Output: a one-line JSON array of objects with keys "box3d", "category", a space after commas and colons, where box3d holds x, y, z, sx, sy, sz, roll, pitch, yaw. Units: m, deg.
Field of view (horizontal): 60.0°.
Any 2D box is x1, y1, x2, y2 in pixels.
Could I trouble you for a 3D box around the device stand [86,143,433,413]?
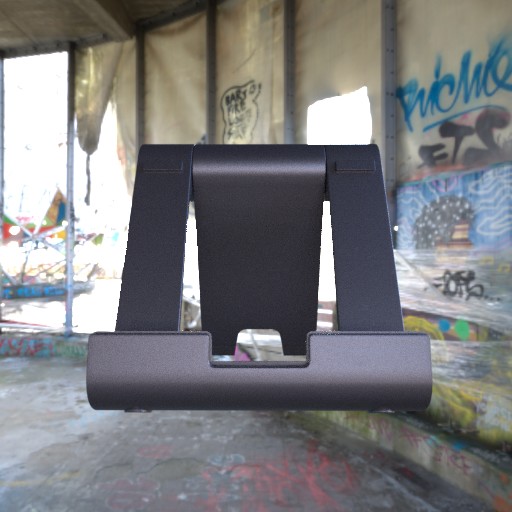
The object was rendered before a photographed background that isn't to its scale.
[{"box3d": [0.000, 0.000, 0.149, 0.088, 0.084, 0.079, 0, 0, 0], "category": "device stand"}]
